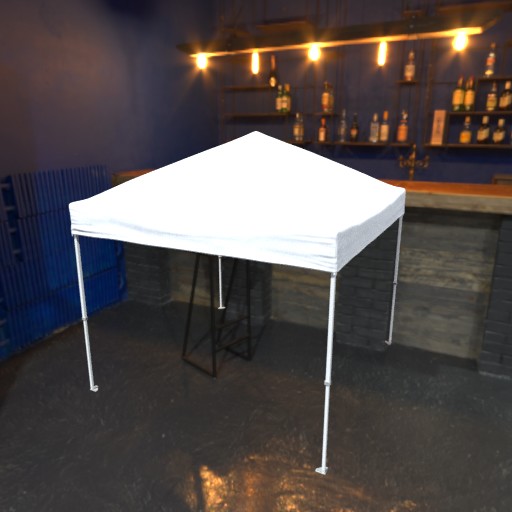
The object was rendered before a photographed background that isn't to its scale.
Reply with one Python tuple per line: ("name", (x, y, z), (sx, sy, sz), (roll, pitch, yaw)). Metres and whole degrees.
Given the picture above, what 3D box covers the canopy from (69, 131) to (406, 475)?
("canopy", (0.000, 0.000, 5.537), (2.998, 2.997, 2.996), (8, 18, 27))
